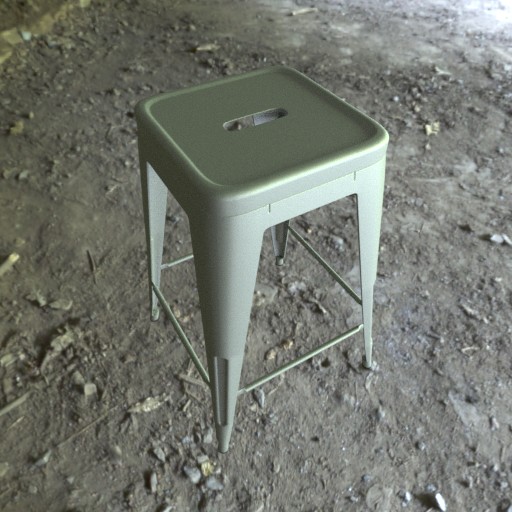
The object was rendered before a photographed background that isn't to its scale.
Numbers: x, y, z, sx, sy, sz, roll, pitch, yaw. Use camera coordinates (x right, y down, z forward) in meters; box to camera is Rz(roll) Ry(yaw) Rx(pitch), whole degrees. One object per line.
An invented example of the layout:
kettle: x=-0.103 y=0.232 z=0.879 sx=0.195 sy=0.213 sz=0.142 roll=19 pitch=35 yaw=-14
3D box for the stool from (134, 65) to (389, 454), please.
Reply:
stool: x=0.000 y=0.000 z=0.893 sx=0.410 sy=0.608 sz=0.410 roll=-23 pitch=50 yaw=-21
